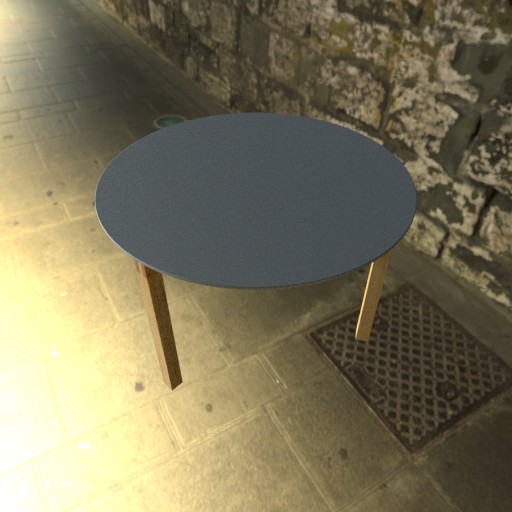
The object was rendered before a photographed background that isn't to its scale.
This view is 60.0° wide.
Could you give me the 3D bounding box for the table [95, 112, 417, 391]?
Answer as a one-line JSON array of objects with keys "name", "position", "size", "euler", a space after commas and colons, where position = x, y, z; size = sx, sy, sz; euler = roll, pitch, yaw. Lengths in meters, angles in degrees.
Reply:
[{"name": "table", "position": [0.000, 0.000, 0.988], "size": [0.600, 0.405, 0.600], "euler": [0, 41, 0]}]
